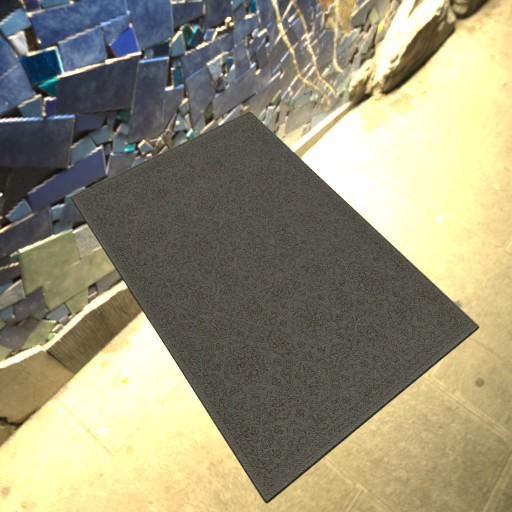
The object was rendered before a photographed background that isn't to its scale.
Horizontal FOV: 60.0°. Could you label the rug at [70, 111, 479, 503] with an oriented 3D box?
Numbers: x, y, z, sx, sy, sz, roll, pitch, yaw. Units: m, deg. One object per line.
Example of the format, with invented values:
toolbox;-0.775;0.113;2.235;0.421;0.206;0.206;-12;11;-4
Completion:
rug;0.000;0.000;2.239;1.219;0.010;1.829;-31;63;-18
